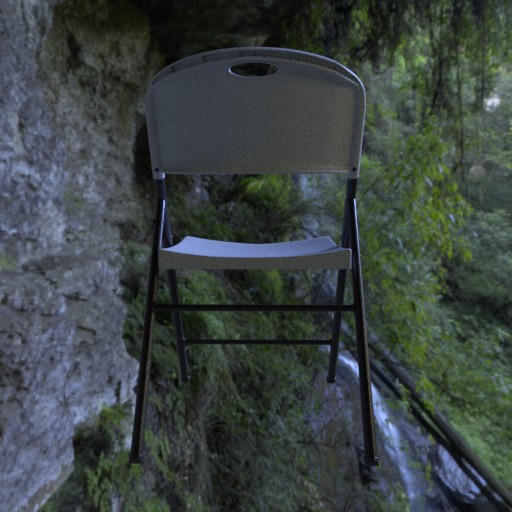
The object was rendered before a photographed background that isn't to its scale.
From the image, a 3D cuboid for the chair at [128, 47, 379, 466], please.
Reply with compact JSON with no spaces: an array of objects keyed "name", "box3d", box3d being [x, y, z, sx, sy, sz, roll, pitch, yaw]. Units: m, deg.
[{"name":"chair","box3d":[0.000,0.000,1.124,0.494,0.810,0.566,0,1,1]}]
